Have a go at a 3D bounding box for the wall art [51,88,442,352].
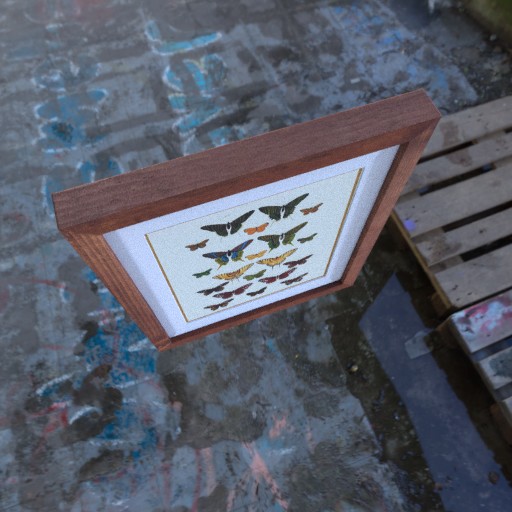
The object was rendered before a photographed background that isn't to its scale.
[{"bbox_3d":[0.000,0.000,0.621,0.377,0.449,0.039,-18,66,-8],"label":"wall art"}]
